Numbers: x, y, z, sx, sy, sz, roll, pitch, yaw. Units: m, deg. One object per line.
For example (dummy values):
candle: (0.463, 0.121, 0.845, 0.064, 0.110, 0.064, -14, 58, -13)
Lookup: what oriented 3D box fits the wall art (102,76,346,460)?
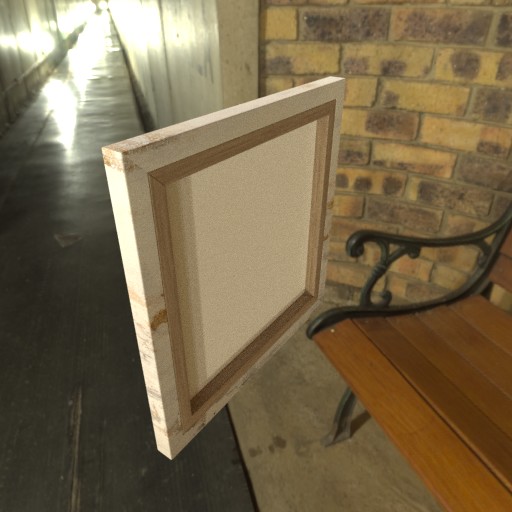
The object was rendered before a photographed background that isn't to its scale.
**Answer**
wall art: (0.000, 0.000, 0.919, 0.040, 0.613, 0.611, 21, 37, 30)
